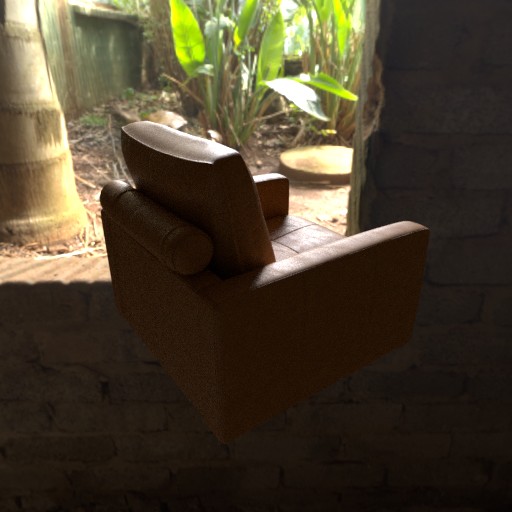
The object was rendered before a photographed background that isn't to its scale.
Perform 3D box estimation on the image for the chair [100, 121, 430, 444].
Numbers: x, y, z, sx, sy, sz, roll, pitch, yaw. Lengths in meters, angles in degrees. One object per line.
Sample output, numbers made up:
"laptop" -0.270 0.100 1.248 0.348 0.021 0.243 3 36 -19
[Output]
"chair" 0.000 0.000 1.540 0.868 0.896 0.831 -17 31 -31
